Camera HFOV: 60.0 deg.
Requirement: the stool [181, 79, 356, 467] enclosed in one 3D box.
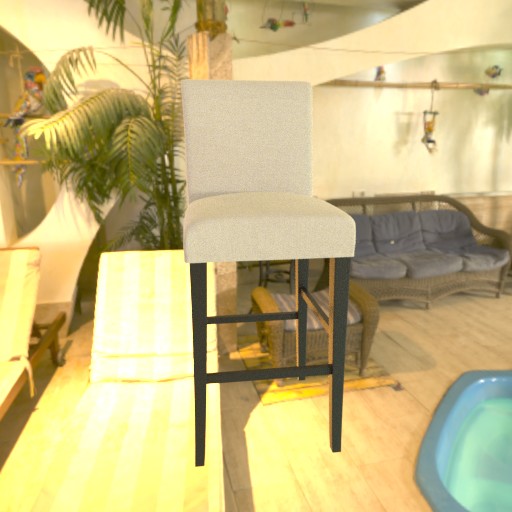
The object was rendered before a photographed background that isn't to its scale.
[{"bbox_3d":[0.000,0.000,1.443,0.452,1.124,0.597,-2,15,-8],"label":"stool"}]
